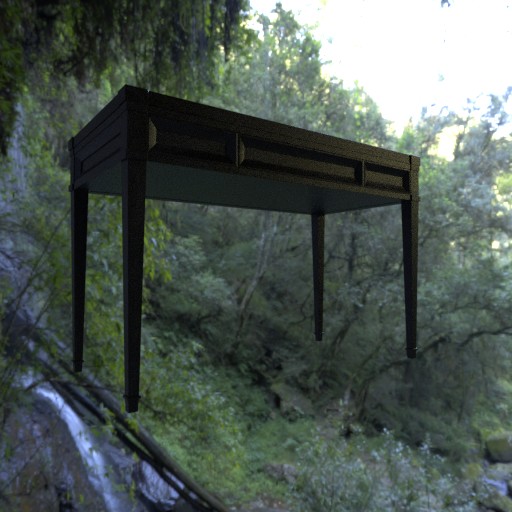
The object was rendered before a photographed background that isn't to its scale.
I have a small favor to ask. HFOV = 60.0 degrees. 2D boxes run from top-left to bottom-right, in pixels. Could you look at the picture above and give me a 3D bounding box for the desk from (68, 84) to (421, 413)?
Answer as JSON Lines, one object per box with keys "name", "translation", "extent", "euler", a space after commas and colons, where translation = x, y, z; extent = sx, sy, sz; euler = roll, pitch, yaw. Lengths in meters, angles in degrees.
{"name": "desk", "translation": [0.000, 0.000, 1.774], "extent": [1.289, 0.861, 0.630], "euler": [1, -2, -36]}
